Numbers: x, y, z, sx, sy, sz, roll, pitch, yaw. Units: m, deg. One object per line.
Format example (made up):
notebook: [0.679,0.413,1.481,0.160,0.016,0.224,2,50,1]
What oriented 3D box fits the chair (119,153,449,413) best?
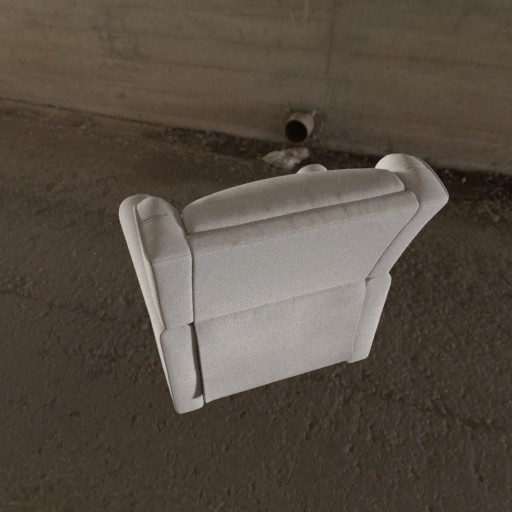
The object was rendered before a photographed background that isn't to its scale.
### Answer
chair: [0.000,0.000,1.642,0.906,0.967,0.854,-13,43,-14]
